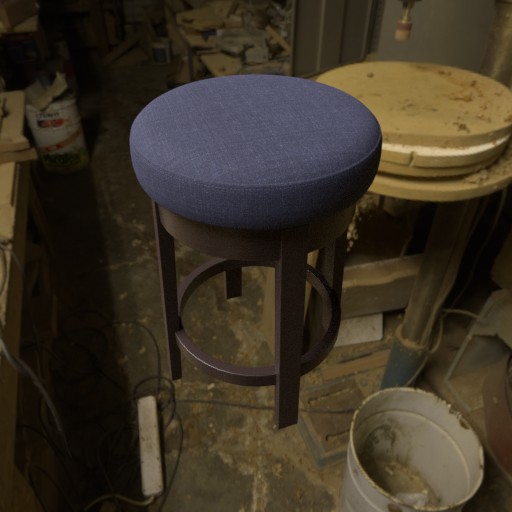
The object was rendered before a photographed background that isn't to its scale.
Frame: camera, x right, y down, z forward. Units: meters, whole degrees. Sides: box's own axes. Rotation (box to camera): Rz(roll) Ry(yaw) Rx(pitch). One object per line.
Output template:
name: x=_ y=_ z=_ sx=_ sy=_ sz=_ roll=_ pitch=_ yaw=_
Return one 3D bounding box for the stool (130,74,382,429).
stool: x=0.000 y=0.000 z=0.949 sx=0.449 sy=0.655 sz=0.449 roll=0 pitch=40 yaw=0
